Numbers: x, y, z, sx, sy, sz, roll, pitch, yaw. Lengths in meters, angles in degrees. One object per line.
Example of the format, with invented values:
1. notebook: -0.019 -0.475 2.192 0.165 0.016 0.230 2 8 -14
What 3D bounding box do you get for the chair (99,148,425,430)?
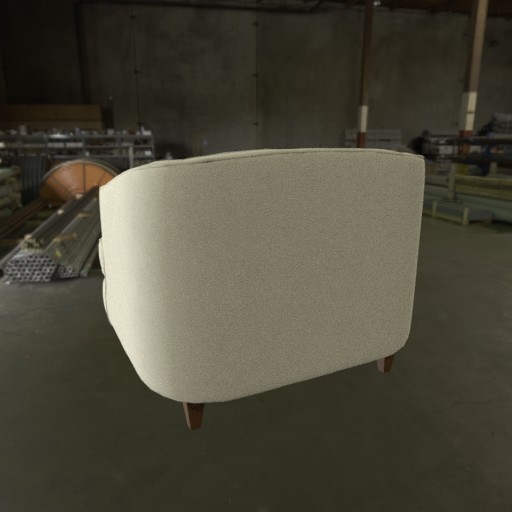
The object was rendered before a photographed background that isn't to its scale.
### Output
1. chair: 0.000 0.000 1.767 1.104 0.852 0.941 -7 17 -26
